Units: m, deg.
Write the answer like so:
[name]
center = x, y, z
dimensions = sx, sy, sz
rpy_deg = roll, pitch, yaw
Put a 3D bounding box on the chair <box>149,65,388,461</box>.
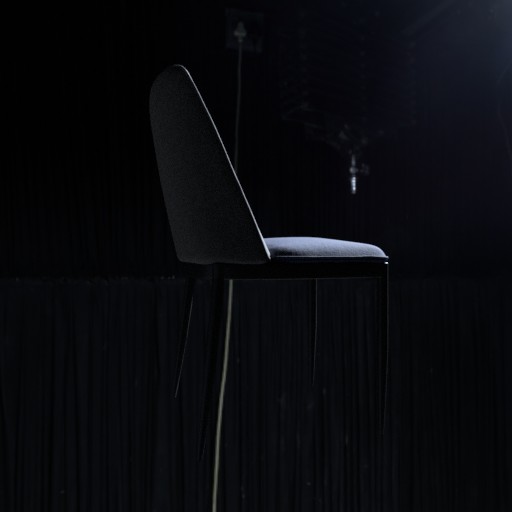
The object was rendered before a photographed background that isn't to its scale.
[chair]
center = 0.000, 0.000, 1.181
dimensions = 0.550, 0.855, 0.488
rpy_deg = 0, 0, -17
